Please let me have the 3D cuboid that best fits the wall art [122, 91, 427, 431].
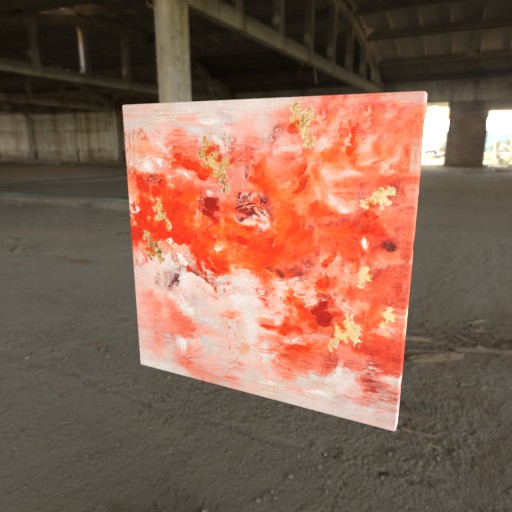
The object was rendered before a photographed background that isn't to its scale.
[{"bbox_3d":[0.000,0.000,1.119,0.747,0.746,0.064,7,16,25],"label":"wall art"}]
